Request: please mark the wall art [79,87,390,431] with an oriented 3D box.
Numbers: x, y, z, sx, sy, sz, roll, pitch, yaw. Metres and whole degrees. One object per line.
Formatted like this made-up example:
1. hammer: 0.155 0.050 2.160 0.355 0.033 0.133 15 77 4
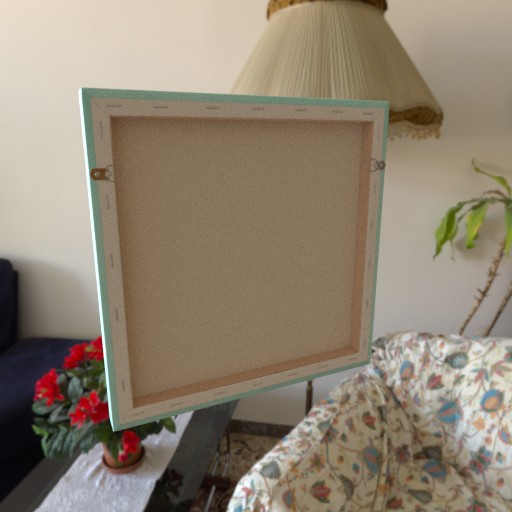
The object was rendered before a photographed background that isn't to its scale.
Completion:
1. wall art: 0.000 0.000 1.124 0.765 0.766 0.054 -7 16 -25
